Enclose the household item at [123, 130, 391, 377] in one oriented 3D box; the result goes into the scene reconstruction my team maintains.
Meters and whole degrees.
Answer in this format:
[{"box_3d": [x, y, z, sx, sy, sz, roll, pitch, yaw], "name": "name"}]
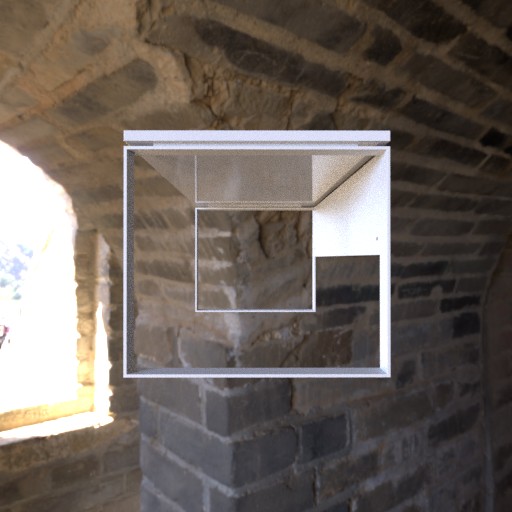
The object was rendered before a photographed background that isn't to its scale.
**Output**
[{"box_3d": [0.000, 0.000, 2.178, 0.800, 0.745, 1.700, 0, 0, 0], "name": "household item"}]
